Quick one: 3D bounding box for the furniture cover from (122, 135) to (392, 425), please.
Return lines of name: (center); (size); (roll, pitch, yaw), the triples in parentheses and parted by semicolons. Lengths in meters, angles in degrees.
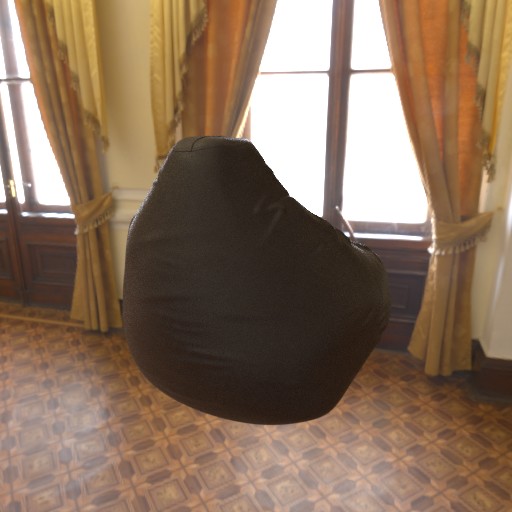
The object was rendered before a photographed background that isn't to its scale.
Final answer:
furniture cover: (0.000, 0.000, 1.855); (1.070, 0.990, 1.070); (9, 19, 26)
